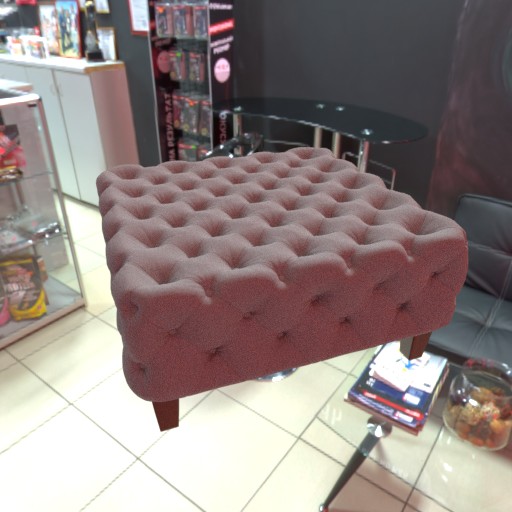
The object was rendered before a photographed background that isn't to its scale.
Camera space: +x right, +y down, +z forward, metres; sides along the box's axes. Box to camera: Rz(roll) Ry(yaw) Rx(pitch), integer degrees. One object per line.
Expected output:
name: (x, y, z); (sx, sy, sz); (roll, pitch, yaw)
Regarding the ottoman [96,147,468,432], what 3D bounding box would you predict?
ottoman: (0.000, 0.000, 1.433); (0.917, 0.439, 0.911); (-10, 31, -17)
